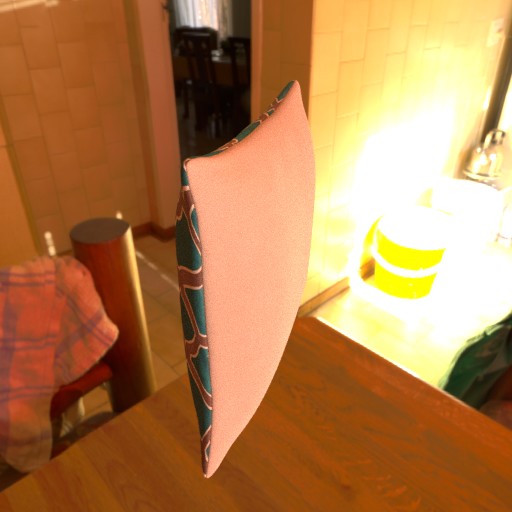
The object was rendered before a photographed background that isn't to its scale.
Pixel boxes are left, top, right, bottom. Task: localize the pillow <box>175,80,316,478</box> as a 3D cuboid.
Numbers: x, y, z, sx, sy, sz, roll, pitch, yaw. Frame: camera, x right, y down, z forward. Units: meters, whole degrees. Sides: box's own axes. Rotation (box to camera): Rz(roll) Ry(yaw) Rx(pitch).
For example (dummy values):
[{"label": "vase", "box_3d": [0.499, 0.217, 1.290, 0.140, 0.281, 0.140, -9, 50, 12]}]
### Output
[{"label": "pillow", "box_3d": [0.000, 0.000, 0.774, 0.166, 0.507, 0.526, 8, 31, 14]}]
